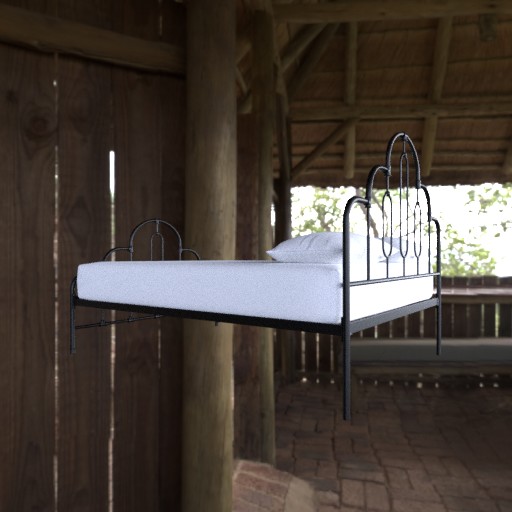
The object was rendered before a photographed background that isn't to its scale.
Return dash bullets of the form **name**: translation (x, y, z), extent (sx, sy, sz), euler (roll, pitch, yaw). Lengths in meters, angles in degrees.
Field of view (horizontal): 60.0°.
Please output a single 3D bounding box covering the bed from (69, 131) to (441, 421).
- **bed**: translation (0.000, 0.000, 3.226), extent (2.181, 1.444, 1.626), euler (0, 0, 36)
